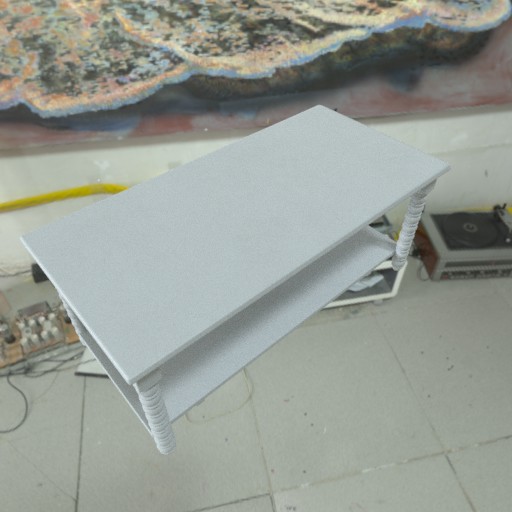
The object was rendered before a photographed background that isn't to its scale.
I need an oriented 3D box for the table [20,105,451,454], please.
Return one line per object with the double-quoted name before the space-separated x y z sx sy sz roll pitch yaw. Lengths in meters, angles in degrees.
"table" 0.000 0.000 1.461 1.171 0.487 0.580 -32 52 -28
